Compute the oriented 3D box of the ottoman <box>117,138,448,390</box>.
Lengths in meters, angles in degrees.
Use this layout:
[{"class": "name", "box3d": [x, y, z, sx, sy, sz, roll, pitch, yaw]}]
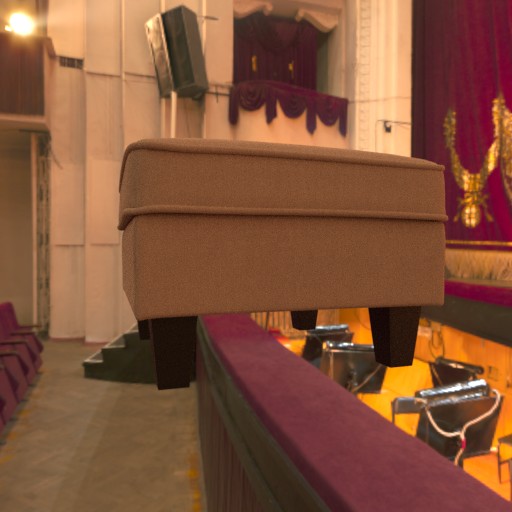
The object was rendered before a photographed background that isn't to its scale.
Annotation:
[{"class": "ottoman", "box3d": [0.000, 0.000, 1.039, 0.613, 0.438, 0.616, 0, 1, -18]}]
